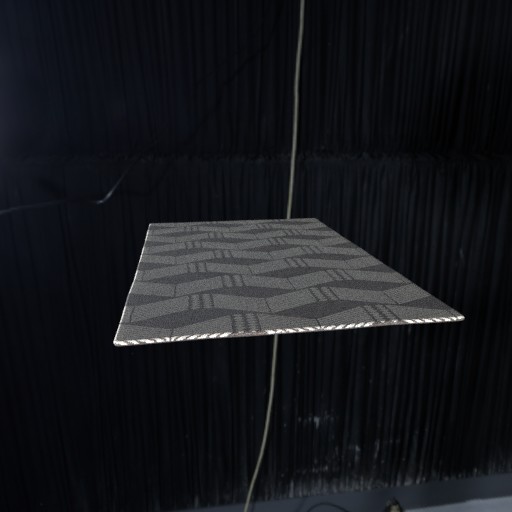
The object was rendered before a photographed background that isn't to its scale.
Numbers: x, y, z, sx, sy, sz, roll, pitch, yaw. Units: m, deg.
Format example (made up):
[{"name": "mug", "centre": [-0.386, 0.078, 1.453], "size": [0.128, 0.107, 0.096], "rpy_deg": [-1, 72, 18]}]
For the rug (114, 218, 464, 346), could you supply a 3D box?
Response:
[{"name": "rug", "centre": [0.000, 0.000, 2.344], "size": [1.210, 0.016, 1.833], "rpy_deg": [-3, 16, -9]}]
